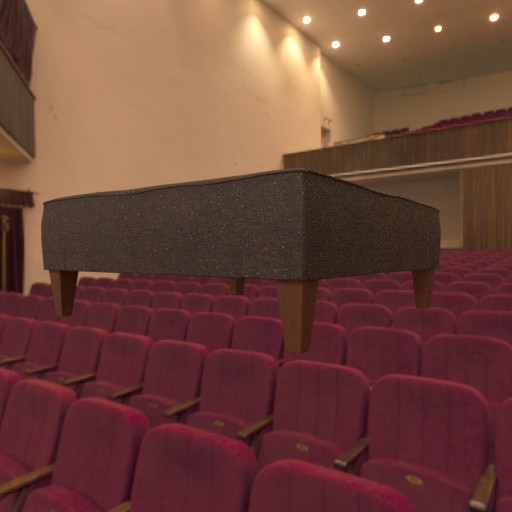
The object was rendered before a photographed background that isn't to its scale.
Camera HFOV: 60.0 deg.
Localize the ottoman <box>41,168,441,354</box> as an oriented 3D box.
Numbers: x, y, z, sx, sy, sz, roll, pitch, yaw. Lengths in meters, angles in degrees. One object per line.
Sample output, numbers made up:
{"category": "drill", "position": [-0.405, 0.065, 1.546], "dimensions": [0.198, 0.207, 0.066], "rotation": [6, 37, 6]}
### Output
{"category": "ottoman", "position": [0.000, 0.000, 1.521], "dimensions": [0.968, 0.382, 1.004], "rotation": [0, 0, 36]}
